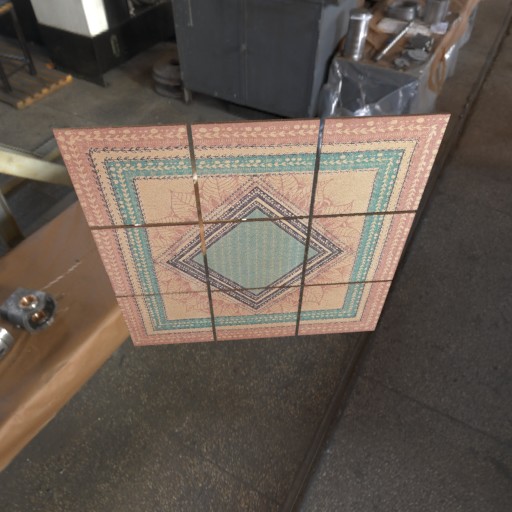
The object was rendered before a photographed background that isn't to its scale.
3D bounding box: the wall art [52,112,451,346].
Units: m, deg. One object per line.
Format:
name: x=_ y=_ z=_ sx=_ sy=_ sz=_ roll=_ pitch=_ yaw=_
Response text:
wall art: x=0.000 y=0.000 z=2.260 sx=1.527 sy=1.525 sz=0.014 roll=-3 pitch=47 yaw=-3
